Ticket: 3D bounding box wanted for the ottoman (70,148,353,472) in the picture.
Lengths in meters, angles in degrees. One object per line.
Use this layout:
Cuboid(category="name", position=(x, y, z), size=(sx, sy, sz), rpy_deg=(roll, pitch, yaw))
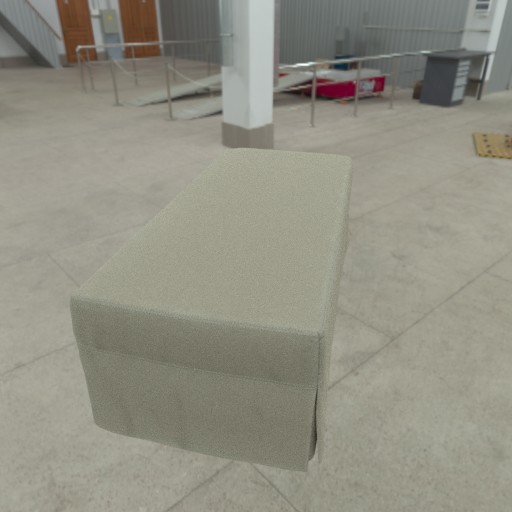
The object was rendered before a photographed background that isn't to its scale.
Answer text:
Cuboid(category="ottoman", position=(0.000, 0.000, 1.664), size=(0.665, 0.457, 1.388), rpy_deg=(7, 30, 12))
